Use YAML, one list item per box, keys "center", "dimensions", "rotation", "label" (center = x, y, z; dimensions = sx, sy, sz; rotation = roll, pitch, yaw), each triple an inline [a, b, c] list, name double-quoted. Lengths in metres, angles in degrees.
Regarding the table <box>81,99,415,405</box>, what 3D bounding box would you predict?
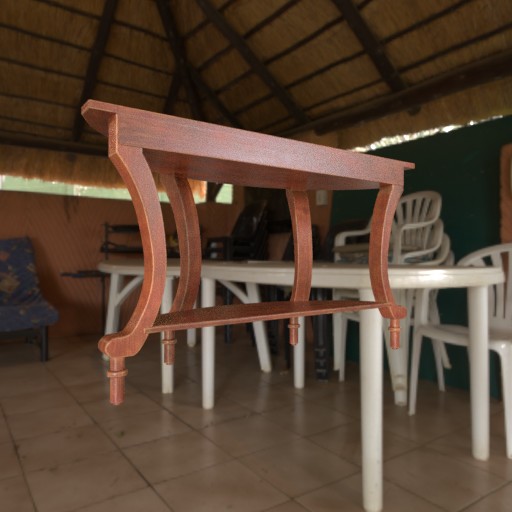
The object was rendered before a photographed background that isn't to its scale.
- center: [0.000, 0.000, 1.492]
  dimensions: [1.198, 0.699, 0.394]
  rotation: [0, 0, -36]
  label: "table"
